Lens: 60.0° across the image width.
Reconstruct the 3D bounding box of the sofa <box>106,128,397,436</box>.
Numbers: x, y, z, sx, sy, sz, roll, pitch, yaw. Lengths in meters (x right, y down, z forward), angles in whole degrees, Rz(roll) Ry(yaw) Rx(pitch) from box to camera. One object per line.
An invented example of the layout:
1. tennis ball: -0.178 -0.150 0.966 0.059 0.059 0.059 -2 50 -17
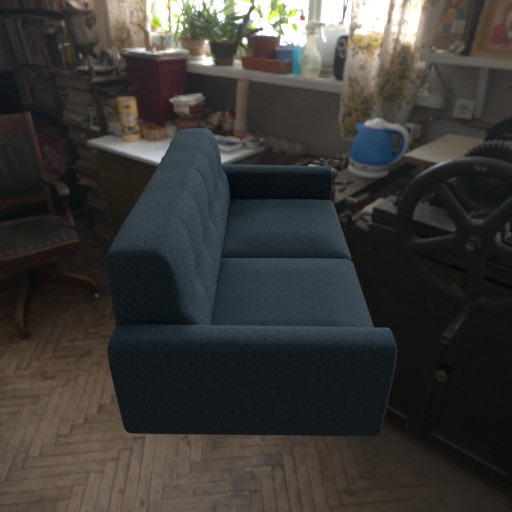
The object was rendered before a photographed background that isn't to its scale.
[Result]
1. sofa: 0.000 0.000 2.160 0.942 0.896 1.651 0 31 1
